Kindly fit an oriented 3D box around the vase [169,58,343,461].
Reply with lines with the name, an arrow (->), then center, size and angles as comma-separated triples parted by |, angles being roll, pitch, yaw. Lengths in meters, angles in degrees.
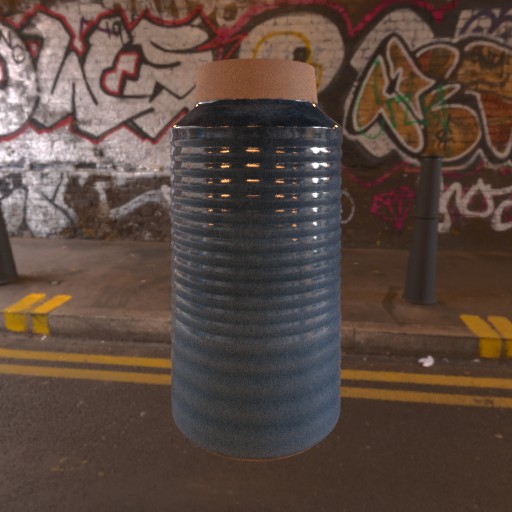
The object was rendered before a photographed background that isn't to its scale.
vase -> 0.000, 0.000, 0.402 | 0.163, 0.316, 0.163 | 0, 14, 0
